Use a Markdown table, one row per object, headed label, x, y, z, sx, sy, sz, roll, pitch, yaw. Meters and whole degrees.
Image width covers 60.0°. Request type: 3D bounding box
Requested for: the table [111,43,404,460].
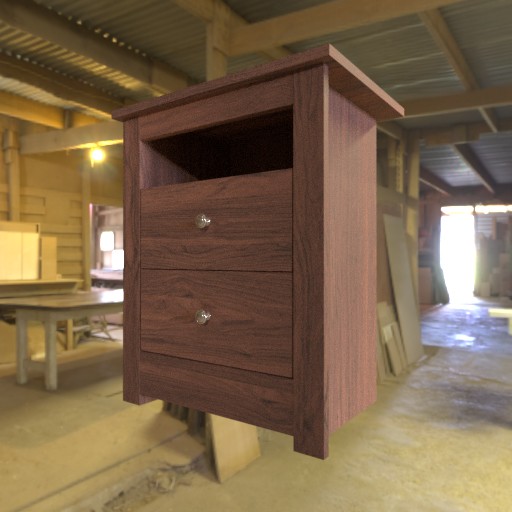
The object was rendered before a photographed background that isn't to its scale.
| label | x | y | z | sx | sy | sz | roll | pitch | yaw |
| --- | --- | --- | --- | --- | --- | --- | --- | --- | --- |
| table | 0.000 | 0.000 | 1.076 | 0.589 | 0.711 | 0.406 | 0 | 0 | 36 |
